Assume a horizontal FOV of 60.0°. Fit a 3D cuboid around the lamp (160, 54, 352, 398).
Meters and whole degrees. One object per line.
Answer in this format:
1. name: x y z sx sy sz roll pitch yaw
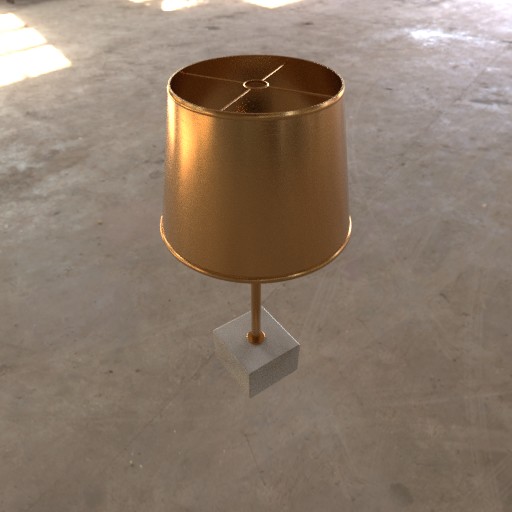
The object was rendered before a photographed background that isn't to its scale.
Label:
1. lamp: 0.000 0.000 0.523 0.208 0.406 0.208 0 40 0
